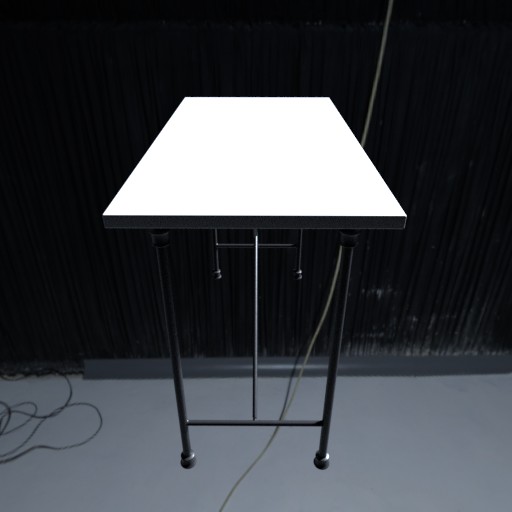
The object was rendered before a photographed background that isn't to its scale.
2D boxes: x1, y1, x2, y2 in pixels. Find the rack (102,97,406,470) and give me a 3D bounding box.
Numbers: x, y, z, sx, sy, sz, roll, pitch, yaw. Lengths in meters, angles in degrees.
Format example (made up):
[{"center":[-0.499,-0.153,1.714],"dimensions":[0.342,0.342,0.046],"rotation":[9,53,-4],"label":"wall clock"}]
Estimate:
[{"center":[0.000,0.000,1.613],"dimensions":[0.613,0.880,1.159],"rotation":[0,31,0],"label":"rack"}]
